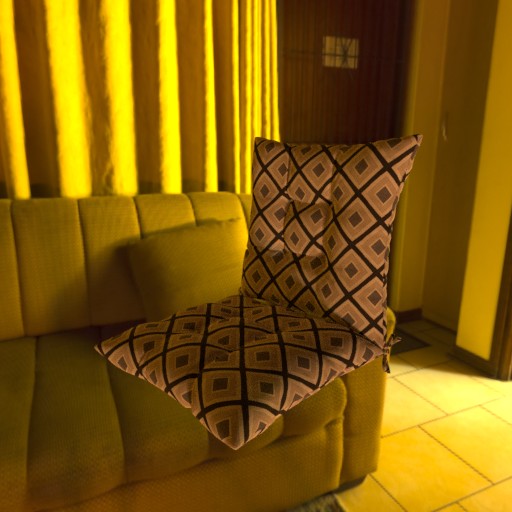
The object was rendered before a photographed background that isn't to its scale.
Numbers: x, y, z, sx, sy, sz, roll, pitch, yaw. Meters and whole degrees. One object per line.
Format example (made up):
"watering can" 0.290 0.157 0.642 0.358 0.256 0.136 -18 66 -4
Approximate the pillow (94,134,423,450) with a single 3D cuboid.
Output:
"pillow" 0.000 0.000 1.009 0.585 0.536 0.541 -14 20 -43
